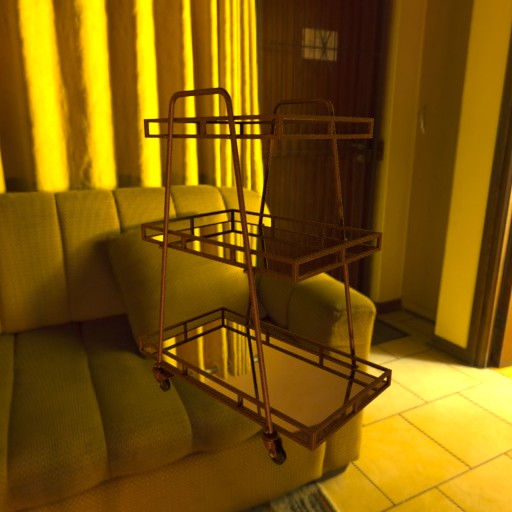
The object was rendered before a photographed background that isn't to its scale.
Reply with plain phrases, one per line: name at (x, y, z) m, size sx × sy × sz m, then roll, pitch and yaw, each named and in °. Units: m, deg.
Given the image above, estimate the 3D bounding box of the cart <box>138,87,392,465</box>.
cart at (0.000, 0.000, 1.287) m, size 0.711 × 0.883 × 0.441 m, roll 14°, pitch 21°, yaw 41°
